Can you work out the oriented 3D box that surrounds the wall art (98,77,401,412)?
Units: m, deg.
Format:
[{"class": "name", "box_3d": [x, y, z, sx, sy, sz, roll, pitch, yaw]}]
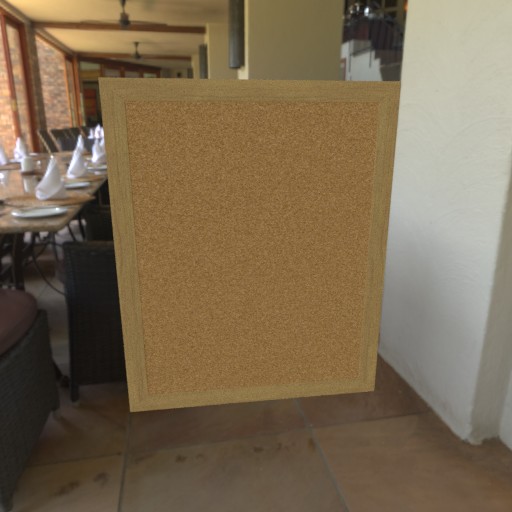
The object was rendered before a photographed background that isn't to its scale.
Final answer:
[{"class": "wall art", "box_3d": [0.000, 0.000, 0.758, 0.460, 0.561, 0.020, -2, 17, -8]}]
